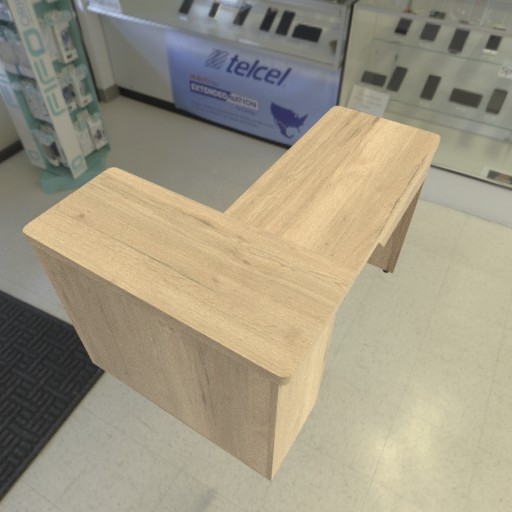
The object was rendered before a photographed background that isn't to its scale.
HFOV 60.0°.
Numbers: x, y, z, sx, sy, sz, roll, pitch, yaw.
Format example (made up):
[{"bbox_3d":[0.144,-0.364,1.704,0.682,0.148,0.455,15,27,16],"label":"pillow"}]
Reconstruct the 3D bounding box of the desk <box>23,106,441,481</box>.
[{"bbox_3d":[0.000,0.000,1.744,0.900,0.760,1.169,25,51,21],"label":"desk"}]
